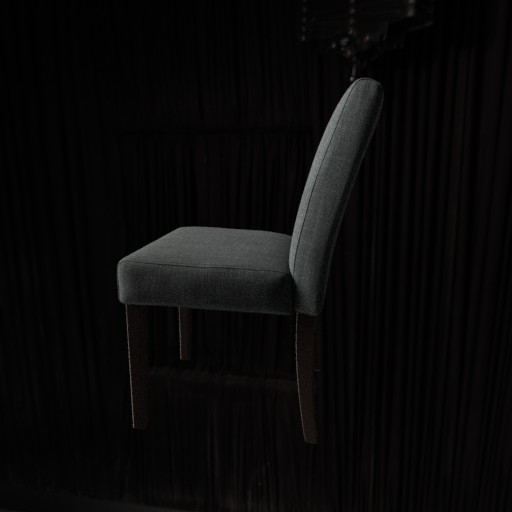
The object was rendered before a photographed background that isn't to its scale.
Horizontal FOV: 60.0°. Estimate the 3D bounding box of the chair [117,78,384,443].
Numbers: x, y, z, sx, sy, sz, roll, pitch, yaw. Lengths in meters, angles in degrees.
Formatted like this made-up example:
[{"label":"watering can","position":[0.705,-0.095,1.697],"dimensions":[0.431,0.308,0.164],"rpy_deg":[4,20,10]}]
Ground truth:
[{"label":"chair","position":[0.000,0.000,1.262],"dimensions":[0.629,0.884,0.487],"rpy_deg":[2,14,8]}]
